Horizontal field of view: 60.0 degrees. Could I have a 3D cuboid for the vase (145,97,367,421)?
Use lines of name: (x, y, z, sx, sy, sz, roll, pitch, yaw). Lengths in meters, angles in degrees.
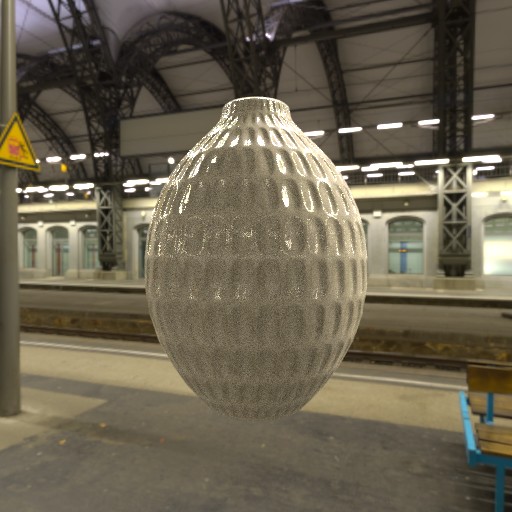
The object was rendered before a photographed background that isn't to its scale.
vase: (0.000, 0.000, 0.332, 0.162, 0.223, 0.162, 0, 0, 0)
